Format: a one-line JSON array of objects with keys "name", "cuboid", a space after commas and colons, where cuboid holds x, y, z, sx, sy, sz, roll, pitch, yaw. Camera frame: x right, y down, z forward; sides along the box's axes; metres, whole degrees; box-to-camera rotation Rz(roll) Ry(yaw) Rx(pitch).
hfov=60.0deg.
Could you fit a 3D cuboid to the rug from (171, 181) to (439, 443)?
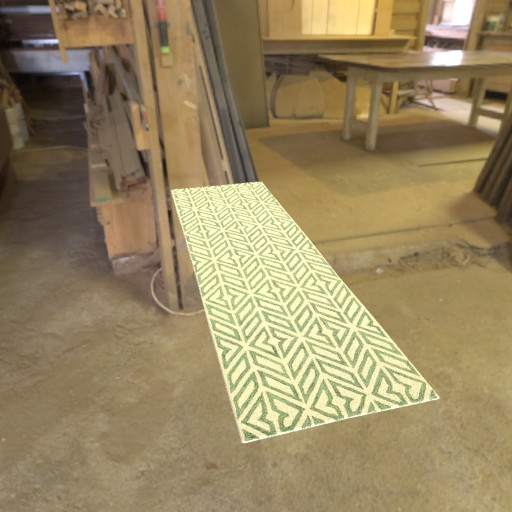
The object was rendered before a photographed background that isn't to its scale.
[{"name": "rug", "cuboid": [0.000, 0.000, 2.575, 0.750, 0.009, 2.435, -7, 30, -13]}]
